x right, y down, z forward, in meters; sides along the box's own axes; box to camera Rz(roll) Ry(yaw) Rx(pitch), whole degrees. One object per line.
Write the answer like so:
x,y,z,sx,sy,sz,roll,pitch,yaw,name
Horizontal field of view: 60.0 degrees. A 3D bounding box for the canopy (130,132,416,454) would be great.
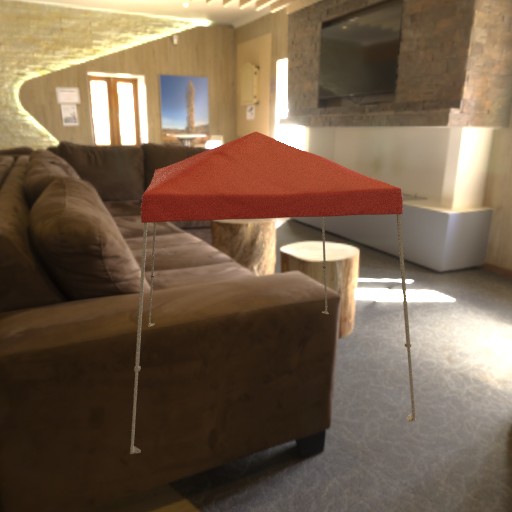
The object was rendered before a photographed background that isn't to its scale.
0.000,0.000,6.663,3.599,3.600,3.600,-3,16,-9,canopy
